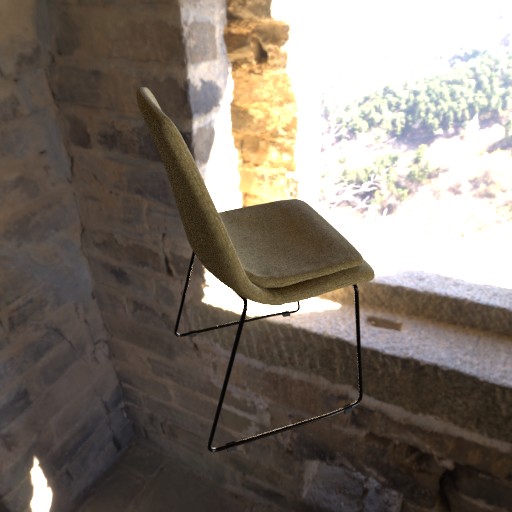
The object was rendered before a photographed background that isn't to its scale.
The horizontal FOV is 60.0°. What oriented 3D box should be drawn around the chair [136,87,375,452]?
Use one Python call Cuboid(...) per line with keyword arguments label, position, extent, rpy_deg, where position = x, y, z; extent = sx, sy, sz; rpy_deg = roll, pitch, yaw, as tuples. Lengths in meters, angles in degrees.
Cuboid(label="chair", position=(0.000, 0.000, 1.164), extent=(0.496, 0.849, 0.479), rpy_deg=(-10, 33, -16))
